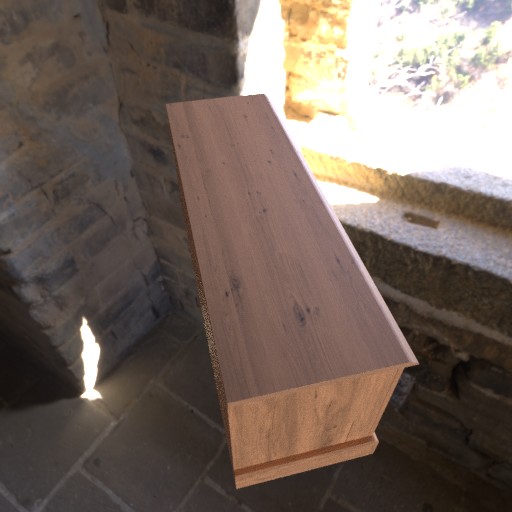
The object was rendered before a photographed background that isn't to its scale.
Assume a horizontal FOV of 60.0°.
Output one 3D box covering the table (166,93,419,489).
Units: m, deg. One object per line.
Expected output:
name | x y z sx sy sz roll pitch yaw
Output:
table | 0.000 0.000 1.453 0.400 0.510 1.200 -10 47 -9
